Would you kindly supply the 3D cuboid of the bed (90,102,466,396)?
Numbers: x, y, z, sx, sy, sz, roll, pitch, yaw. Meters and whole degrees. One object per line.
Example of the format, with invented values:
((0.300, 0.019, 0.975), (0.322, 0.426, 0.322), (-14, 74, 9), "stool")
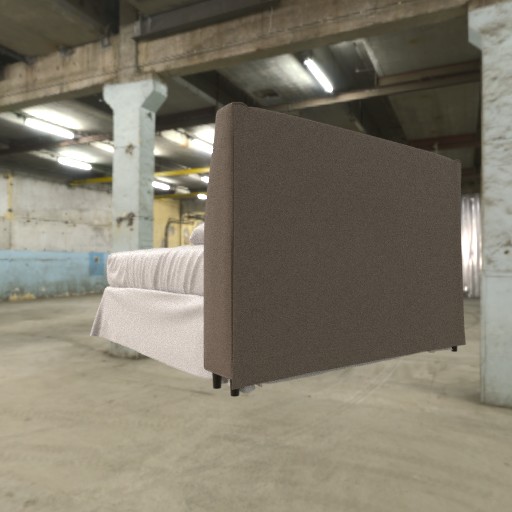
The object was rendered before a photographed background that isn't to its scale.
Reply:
((0.000, 0.000, 3.402), (1.925, 1.332, 2.276), (1, -2, -36), "bed")
